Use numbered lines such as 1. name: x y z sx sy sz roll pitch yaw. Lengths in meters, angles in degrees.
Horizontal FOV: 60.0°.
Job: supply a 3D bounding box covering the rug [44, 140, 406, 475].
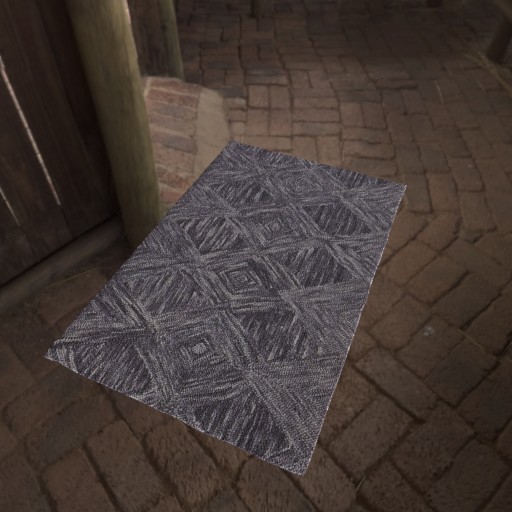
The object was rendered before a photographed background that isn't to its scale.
1. rug: 0.000 0.000 2.287 1.186 0.012 1.814 18 50 16
